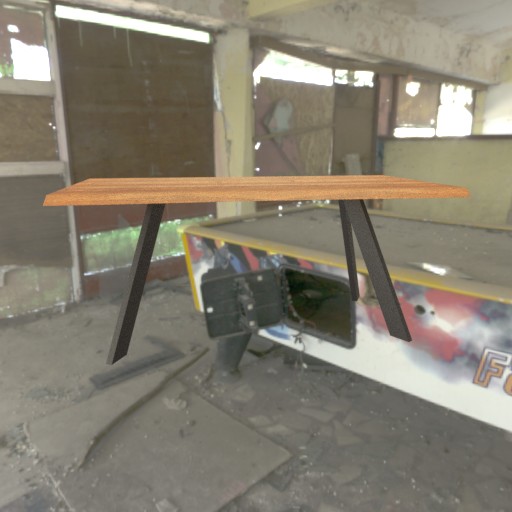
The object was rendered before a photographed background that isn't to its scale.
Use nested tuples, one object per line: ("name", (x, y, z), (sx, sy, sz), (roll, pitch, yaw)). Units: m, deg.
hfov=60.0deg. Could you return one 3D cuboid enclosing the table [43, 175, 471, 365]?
("table", (0.000, 0.000, 2.350), (1.800, 0.770, 0.900), (-2, 14, -9))
